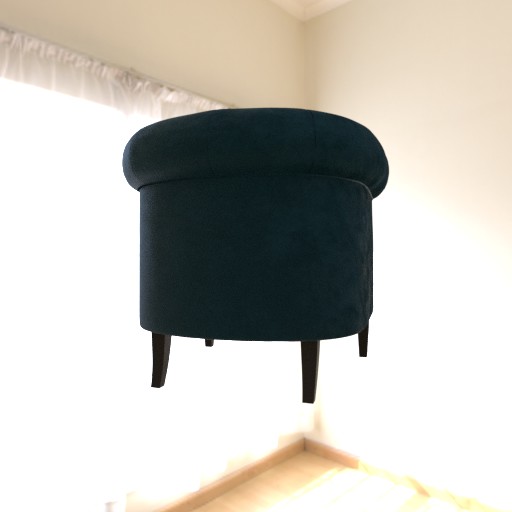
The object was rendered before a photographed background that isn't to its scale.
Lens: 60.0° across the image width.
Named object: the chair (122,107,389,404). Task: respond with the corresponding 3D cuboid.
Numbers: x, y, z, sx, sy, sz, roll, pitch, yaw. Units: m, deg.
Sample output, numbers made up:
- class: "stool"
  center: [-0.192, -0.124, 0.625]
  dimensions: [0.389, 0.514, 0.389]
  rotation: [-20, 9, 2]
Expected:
- class: "chair"
  center: [0.000, 0.000, 1.579]
  dimensions: [0.904, 0.826, 0.851]
  rotation: [0, 0, 18]
